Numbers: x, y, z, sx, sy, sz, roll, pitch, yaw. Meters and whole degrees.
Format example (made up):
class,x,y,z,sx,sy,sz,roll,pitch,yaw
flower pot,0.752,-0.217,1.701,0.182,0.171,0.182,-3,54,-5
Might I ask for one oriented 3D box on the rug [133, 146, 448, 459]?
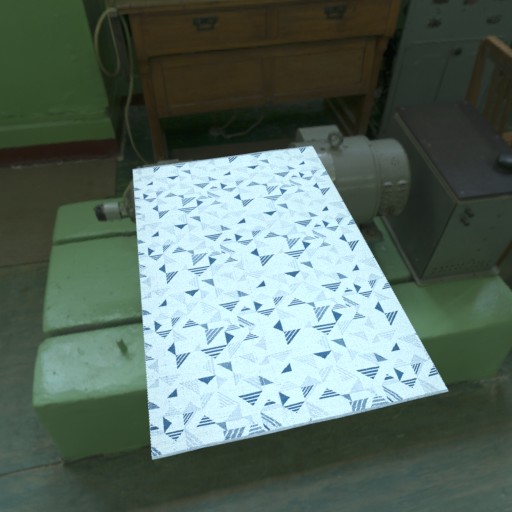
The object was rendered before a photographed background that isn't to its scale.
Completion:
class,x,y,z,sx,sy,sz,roll,pitch,yaw
rug,0.000,0.000,2.332,1.206,0.003,1.835,-10,48,-9
